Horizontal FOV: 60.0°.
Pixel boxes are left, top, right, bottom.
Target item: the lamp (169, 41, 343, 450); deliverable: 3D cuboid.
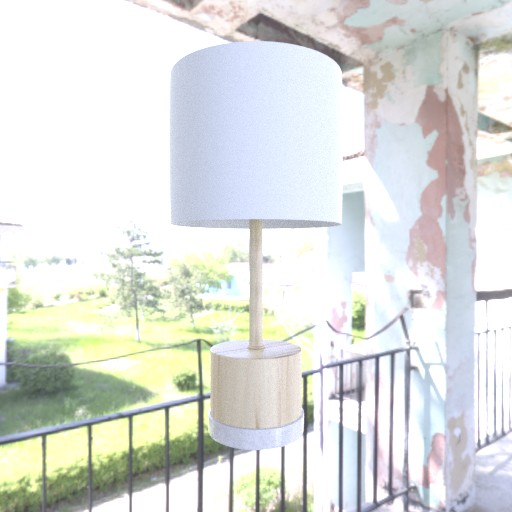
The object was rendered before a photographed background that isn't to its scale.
[{"bbox_3d":[0.000,0.000,0.598,0.229,0.470,0.229,-1,1,-37],"label":"lamp"}]
